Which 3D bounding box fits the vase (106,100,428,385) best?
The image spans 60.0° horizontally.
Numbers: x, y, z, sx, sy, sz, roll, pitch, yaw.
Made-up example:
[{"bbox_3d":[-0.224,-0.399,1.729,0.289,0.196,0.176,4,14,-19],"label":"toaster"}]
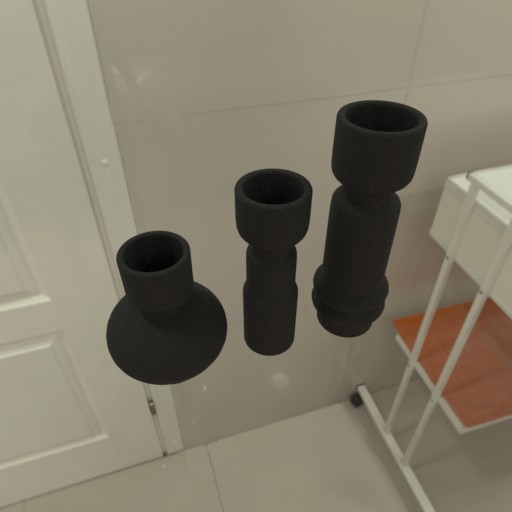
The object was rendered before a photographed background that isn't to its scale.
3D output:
[{"bbox_3d":[0.000,0.000,0.425,0.307,0.249,0.120,-12,41,-14],"label":"vase"}]
